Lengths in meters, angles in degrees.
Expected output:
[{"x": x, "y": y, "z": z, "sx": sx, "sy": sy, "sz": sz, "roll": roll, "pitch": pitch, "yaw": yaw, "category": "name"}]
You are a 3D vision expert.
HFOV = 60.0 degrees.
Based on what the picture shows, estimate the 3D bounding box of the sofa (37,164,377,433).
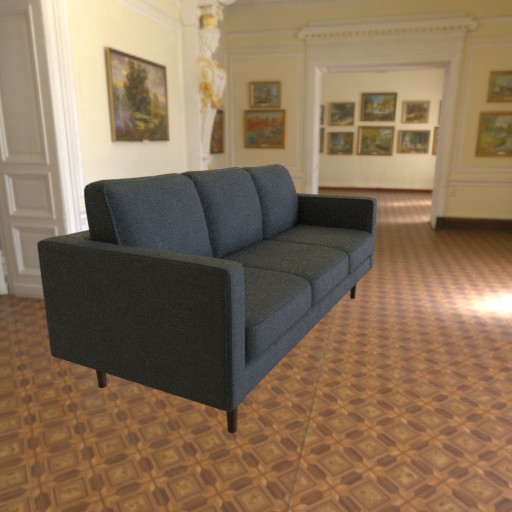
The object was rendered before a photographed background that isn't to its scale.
[{"x": 0.000, "y": 0.000, "z": 2.484, "sx": 0.935, "sy": 0.945, "sz": 2.013, "roll": 7, "pitch": 16, "yaw": 27, "category": "sofa"}]
